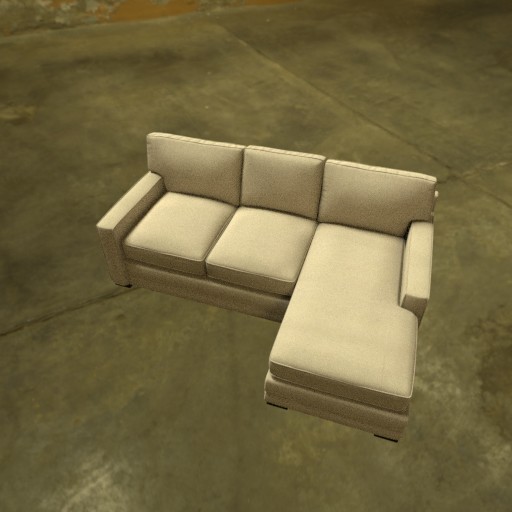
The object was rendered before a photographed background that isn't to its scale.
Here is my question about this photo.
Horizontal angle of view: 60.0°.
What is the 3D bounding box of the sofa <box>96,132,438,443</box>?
[{"bbox_3d":[0.000,0.000,2.825,2.087,0.861,1.496,12,42,14],"label":"sofa"}]
